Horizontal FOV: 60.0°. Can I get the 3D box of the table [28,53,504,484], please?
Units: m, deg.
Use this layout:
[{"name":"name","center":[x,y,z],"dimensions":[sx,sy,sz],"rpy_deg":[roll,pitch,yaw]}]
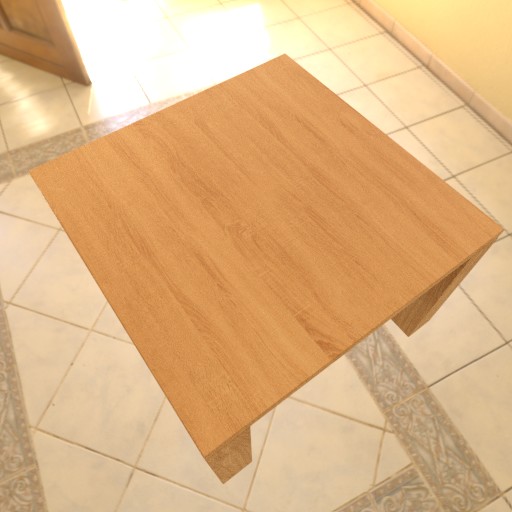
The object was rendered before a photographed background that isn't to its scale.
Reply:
[{"name":"table","center":[0.000,0.000,1.101],"dimensions":[0.700,0.450,0.700],"rpy_deg":[-32,64,-18]}]
